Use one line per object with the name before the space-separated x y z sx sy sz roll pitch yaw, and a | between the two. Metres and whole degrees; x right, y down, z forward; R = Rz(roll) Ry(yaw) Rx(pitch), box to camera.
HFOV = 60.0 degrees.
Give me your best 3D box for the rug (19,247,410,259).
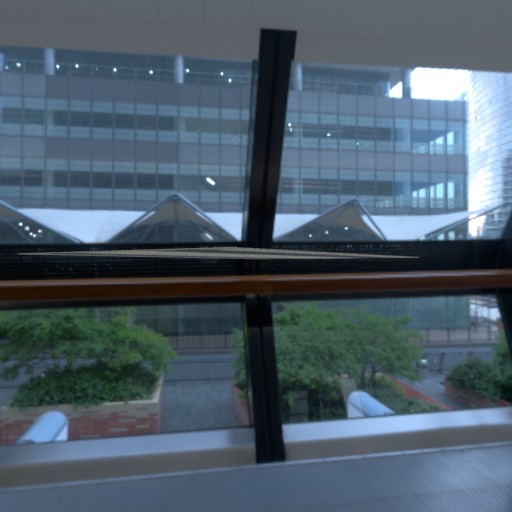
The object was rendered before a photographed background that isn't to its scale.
rug | 0.000 0.000 3.025 1.519 0.003 2.453 -1 -1 35
